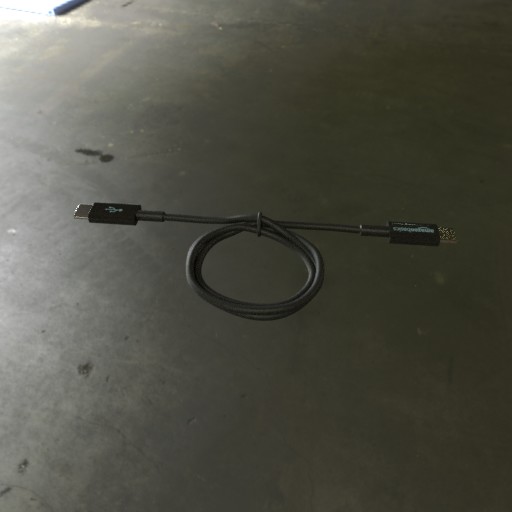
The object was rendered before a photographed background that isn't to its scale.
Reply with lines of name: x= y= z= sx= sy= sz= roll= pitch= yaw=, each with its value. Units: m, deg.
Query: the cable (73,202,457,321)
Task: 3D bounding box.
cable: x=0.000 y=0.000 z=0.217 sx=0.203 sy=0.014 sz=0.070 roll=4 pitch=47 yaw=3
